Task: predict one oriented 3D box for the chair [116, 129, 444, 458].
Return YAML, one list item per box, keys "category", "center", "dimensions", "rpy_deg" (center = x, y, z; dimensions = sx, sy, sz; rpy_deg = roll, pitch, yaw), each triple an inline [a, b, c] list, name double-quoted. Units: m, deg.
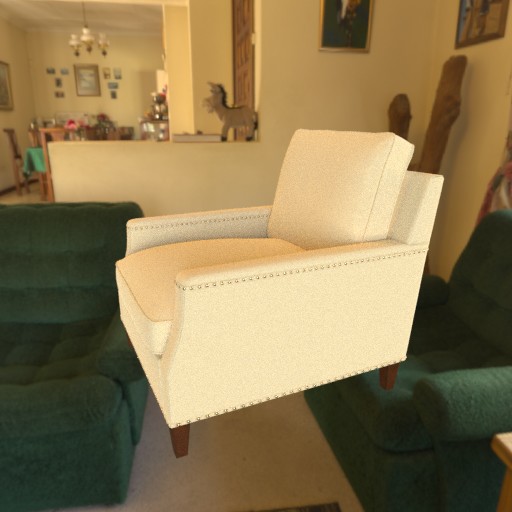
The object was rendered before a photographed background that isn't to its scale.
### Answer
- category: "chair"
  center: [0.000, 0.000, 1.737]
  dimensions: [1.014, 0.943, 0.853]
  rpy_deg: [-8, 19, -24]
